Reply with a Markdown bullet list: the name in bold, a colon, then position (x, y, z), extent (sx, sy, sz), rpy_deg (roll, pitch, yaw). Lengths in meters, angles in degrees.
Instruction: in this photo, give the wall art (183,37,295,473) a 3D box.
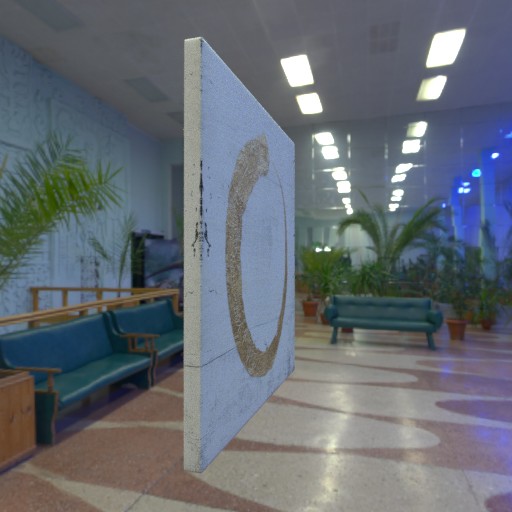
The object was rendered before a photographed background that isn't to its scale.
- **wall art**: position (0.000, 0.000, 1.136), extent (0.038, 0.762, 0.762), rpy_deg (0, 0, 17)
